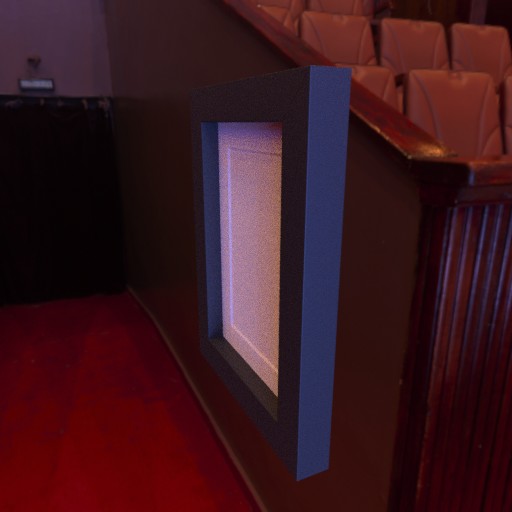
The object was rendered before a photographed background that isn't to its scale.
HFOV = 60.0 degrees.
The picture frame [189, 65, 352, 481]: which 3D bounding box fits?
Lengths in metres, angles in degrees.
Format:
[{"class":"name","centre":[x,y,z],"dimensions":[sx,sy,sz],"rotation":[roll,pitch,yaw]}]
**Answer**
[{"class":"picture frame","centre":[0.000,0.000,0.282],"dimensions":[0.028,0.208,0.157],"rotation":[-8,19,-25]}]
